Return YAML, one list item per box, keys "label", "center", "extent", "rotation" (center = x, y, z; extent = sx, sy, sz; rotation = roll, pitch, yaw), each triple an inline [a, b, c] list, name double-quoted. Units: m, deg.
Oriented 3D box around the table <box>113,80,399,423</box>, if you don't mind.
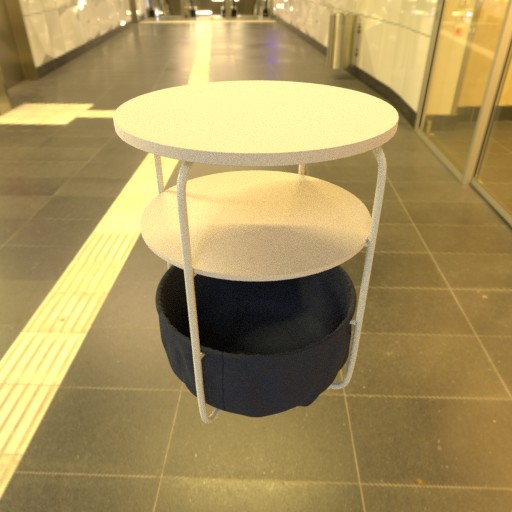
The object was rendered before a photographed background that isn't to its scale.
- label: "table"
  center: [0.000, 0.000, 0.813]
  extent: [0.418, 0.532, 0.418]
  rotation: [-10, 33, -15]
